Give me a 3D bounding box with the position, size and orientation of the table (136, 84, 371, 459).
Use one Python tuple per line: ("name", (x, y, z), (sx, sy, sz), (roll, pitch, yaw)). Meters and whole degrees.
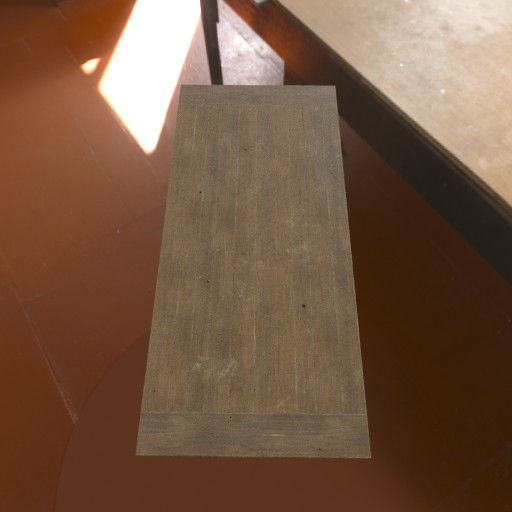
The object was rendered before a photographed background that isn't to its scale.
("table", (0.000, 0.000, 2.156), (0.820, 0.465, 1.800), (1, 63, 0))
